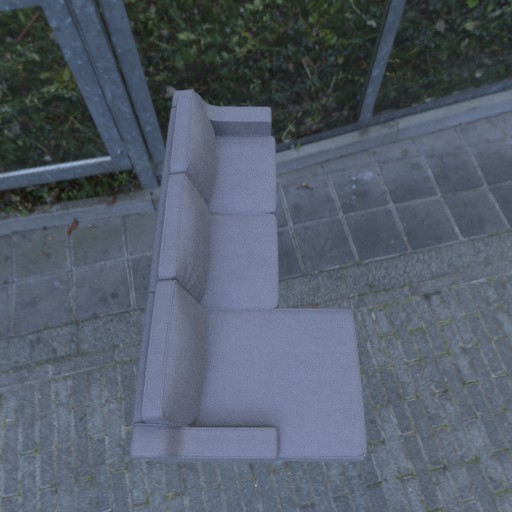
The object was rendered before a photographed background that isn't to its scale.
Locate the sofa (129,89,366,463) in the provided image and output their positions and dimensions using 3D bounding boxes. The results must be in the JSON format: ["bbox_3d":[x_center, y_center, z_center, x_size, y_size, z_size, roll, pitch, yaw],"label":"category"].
[{"bbox_3d":[0.000,0.000,3.052,1.294,0.928,2.561,0,63,0],"label":"sofa"}]
